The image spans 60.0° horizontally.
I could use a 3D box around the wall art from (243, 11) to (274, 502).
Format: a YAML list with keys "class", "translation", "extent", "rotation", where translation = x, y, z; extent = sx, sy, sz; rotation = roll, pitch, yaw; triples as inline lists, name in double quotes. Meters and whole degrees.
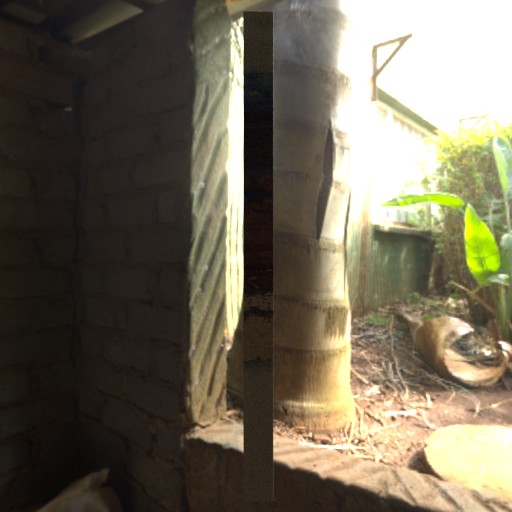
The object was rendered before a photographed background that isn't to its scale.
- class: "wall art"
  translation: [0.000, 0.000, 0.743]
  extent: [0.036, 0.581, 0.437]
  rotation: [0, 1, -1]
